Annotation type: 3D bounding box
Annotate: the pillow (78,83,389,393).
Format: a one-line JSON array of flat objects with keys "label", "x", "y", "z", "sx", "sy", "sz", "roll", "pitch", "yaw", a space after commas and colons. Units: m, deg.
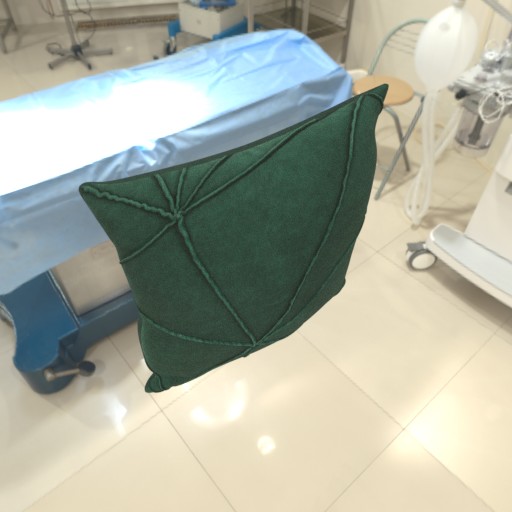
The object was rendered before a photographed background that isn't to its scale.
[{"label": "pillow", "x": 0.000, "y": 0.000, "z": 0.674, "sx": 0.439, "sy": 0.440, "sz": 0.184, "roll": -26, "pitch": 52, "yaw": -22}]
